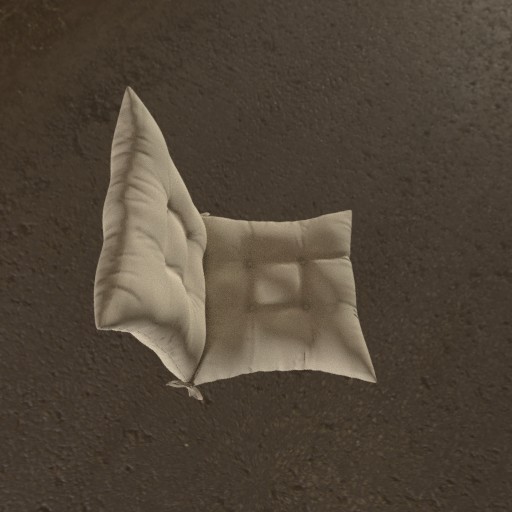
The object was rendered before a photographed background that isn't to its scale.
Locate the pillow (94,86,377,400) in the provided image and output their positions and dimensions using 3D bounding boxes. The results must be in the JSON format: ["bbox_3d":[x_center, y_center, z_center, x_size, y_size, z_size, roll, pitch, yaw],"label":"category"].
[{"bbox_3d":[0.000,0.000,1.008,0.585,0.536,0.541,-2,63,-1],"label":"pillow"}]
